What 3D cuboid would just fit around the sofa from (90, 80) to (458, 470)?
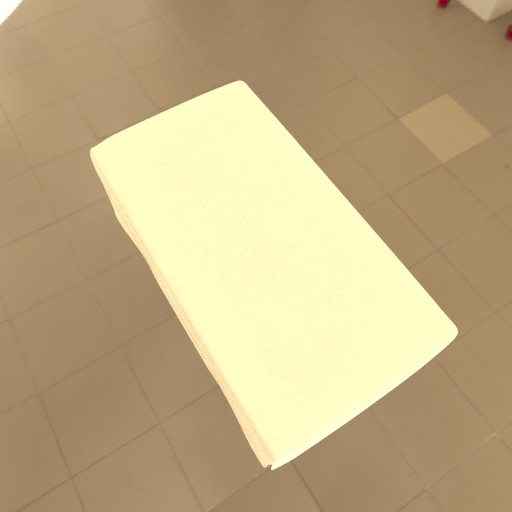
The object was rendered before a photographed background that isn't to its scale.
[{"bbox_3d":[0.000,0.000,2.133,0.939,0.552,1.677,-30,67,-14],"label":"sofa"}]
